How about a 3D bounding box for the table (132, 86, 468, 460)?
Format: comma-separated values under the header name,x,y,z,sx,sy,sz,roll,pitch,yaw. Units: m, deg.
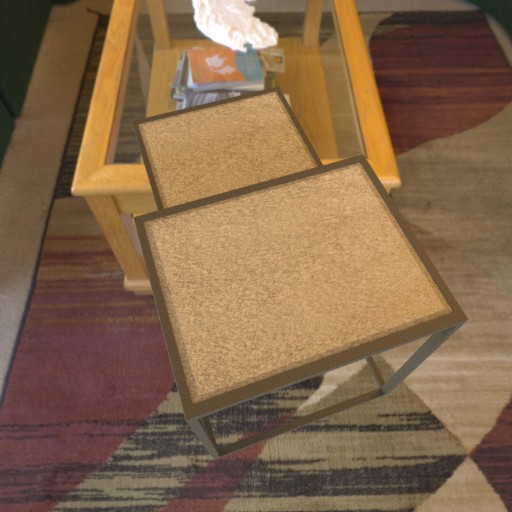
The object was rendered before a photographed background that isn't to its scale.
name,x,y,z,sx,sy,sz,roll,pitch,yaw
table,0.000,0.000,1.150,0.508,0.540,0.788,-17,61,-10
